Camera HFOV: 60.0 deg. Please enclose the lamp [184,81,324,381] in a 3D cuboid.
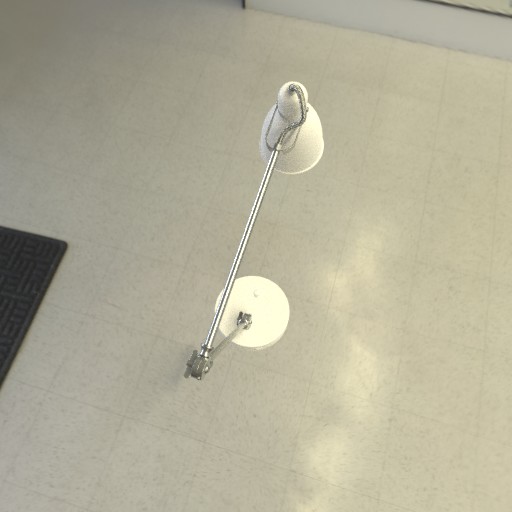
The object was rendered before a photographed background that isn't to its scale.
[{"bbox_3d":[0.000,0.000,0.889,0.187,0.587,0.561,18,66,8],"label":"lamp"}]
